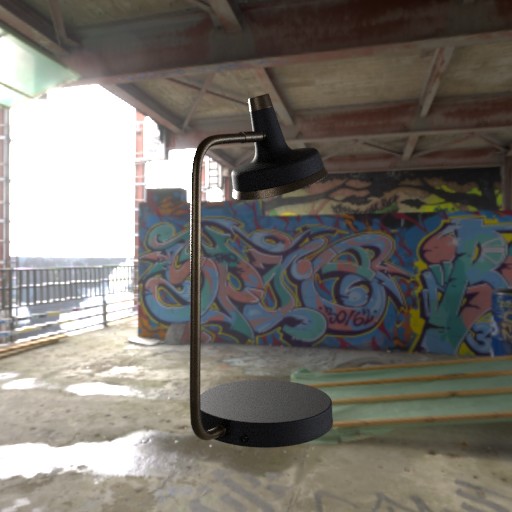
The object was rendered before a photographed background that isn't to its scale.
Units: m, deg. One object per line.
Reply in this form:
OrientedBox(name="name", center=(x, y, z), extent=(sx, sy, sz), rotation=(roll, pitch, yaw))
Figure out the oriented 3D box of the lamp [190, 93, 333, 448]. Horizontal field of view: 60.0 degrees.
OrientedBox(name="lamp", center=(0.000, 0.000, 0.511), extent=(0.162, 0.385, 0.218), rotation=(0, 0, 34))
